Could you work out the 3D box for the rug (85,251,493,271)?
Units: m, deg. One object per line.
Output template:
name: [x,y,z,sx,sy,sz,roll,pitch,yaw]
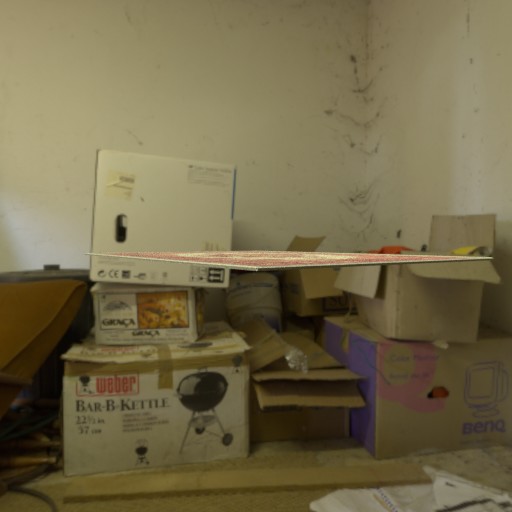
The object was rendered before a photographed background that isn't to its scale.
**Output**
rug: [0.000,0.000,2.222,1.217,0.011,1.747,-1,2,-35]
